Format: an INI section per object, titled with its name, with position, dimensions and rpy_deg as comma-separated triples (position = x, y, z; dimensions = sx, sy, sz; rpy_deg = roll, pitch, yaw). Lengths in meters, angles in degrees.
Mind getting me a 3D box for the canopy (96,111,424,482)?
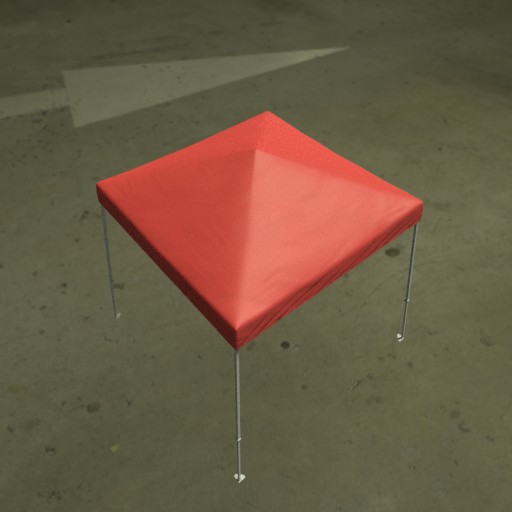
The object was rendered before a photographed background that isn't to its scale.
[canopy]
position = 0.000, 0.000, 5.105
dimensions = 2.849, 2.849, 2.848
rpy_deg = -31, 54, -26
